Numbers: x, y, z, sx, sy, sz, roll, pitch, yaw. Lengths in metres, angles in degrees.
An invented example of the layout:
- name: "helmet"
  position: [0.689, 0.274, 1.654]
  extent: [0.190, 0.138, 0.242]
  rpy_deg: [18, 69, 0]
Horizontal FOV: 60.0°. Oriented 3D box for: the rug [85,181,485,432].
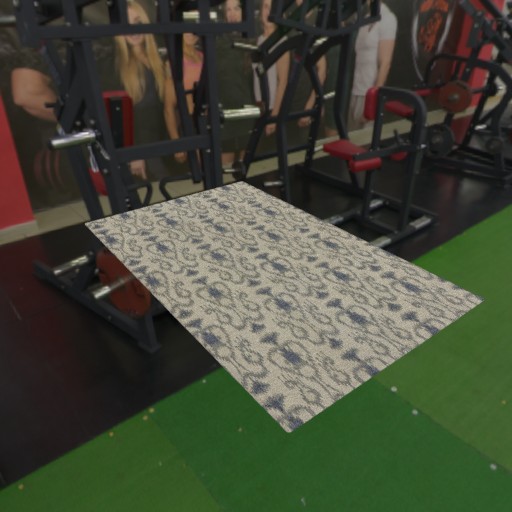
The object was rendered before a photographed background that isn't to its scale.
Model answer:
- name: "rug"
  position: [0.000, 0.000, 2.058]
  extent: [1.035, 0.006, 1.652]
  rpy_deg: [-21, 36, -32]
